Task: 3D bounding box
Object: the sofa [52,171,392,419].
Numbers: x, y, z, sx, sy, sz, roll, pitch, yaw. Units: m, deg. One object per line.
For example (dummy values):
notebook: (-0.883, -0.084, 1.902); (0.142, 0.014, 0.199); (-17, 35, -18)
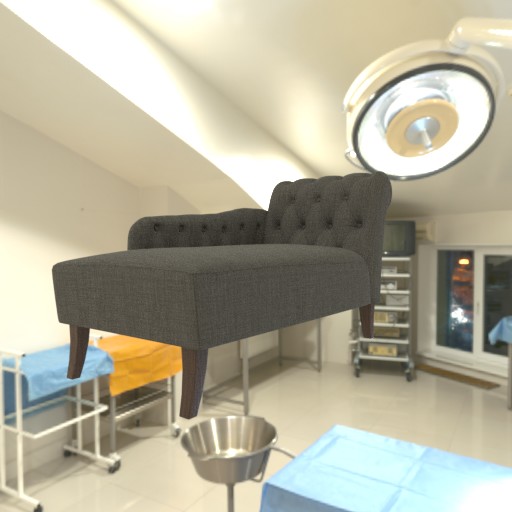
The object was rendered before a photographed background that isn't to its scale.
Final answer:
sofa: (0.000, 0.000, 1.808); (0.675, 0.787, 1.379); (1, 2, 37)
